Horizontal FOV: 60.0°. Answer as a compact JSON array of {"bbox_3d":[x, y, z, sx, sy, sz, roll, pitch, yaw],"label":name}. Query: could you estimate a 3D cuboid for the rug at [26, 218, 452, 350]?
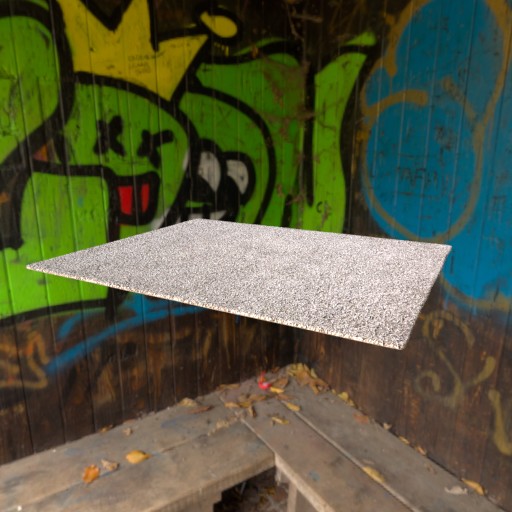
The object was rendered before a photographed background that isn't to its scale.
[{"bbox_3d":[0.000,0.000,4.000,3.047,0.029,2.438,8,17,27],"label":"rug"}]
